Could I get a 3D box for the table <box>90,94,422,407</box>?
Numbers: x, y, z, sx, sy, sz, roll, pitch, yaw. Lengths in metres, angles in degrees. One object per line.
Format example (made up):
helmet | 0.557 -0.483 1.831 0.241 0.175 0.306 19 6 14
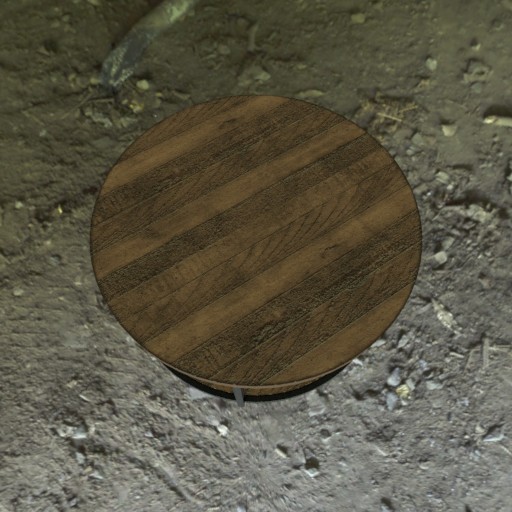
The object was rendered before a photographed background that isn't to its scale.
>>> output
table | 0.000 0.000 1.336 0.837 0.462 0.837 0 65 0
